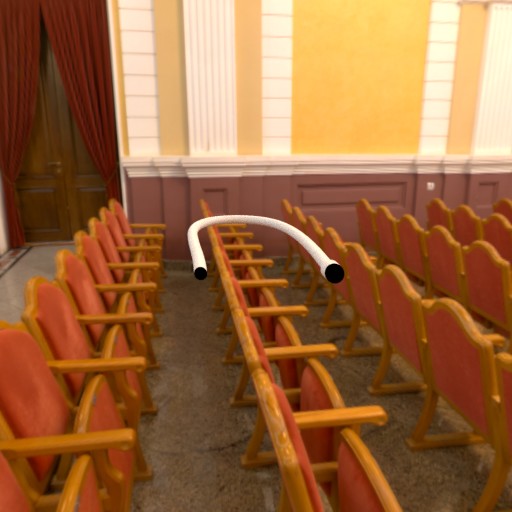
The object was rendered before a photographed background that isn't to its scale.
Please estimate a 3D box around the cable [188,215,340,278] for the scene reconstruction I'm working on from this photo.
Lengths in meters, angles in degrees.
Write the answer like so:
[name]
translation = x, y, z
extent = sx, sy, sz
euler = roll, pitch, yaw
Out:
[cable]
translation = 0.000, 0.000, 0.114
extent = 0.040, 0.006, 0.098
euler = -3, 16, -9
